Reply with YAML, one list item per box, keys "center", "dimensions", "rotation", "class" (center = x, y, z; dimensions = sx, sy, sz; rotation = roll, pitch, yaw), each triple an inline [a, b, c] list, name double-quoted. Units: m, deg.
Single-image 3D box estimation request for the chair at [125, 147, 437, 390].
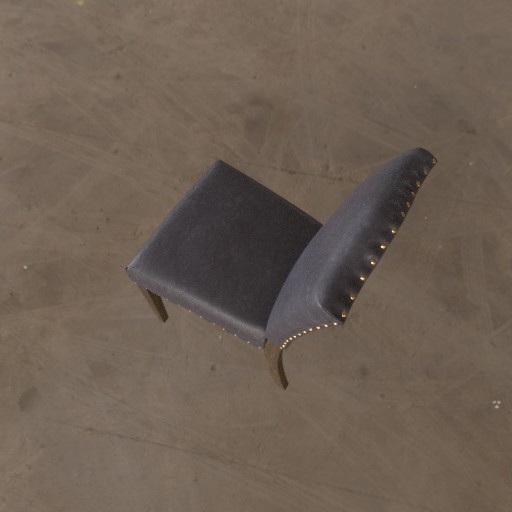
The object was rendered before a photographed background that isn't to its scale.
- center: [0.000, 0.000, 1.324]
  dimensions: [0.633, 0.991, 0.500]
  rotation: [30, 68, 14]
  class: "chair"
